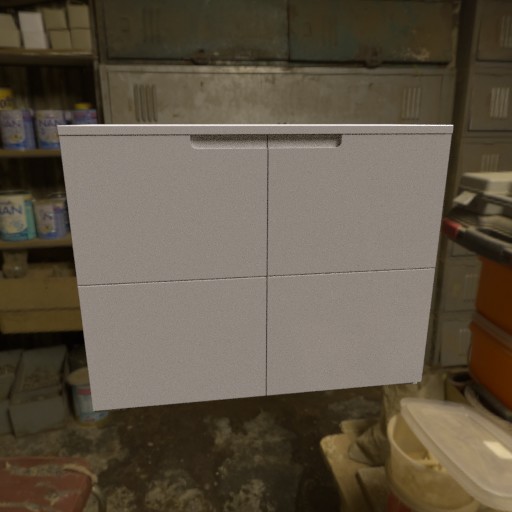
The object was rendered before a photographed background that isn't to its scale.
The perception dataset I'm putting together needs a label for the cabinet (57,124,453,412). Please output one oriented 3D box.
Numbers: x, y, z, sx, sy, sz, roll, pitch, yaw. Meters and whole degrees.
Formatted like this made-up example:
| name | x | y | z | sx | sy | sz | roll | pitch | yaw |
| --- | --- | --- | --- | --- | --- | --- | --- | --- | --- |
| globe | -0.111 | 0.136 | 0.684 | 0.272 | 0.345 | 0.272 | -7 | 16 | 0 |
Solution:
| name | x | y | z | sx | sy | sz | roll | pitch | yaw |
| --- | --- | --- | --- | --- | --- | --- | --- | --- | --- |
| cabinet | 0.000 | 0.000 | 1.410 | 1.000 | 0.800 | 0.400 | -3 | 17 | -8 |
